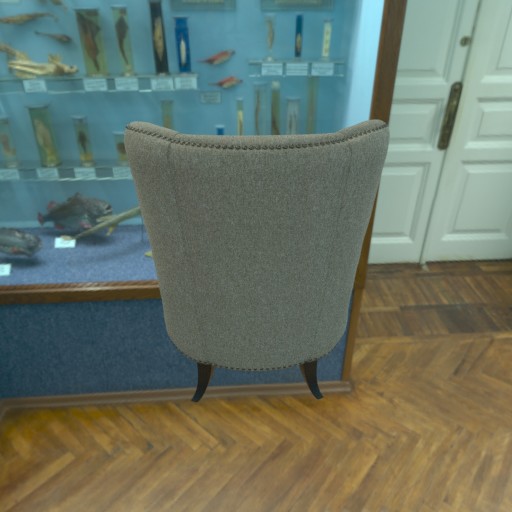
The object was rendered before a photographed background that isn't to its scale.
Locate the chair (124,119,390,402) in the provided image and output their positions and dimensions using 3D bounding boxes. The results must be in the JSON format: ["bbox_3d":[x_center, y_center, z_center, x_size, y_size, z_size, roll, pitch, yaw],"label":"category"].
[{"bbox_3d":[0.000,0.000,1.618,0.759,1.060,0.758,-1,31,-2],"label":"chair"}]
